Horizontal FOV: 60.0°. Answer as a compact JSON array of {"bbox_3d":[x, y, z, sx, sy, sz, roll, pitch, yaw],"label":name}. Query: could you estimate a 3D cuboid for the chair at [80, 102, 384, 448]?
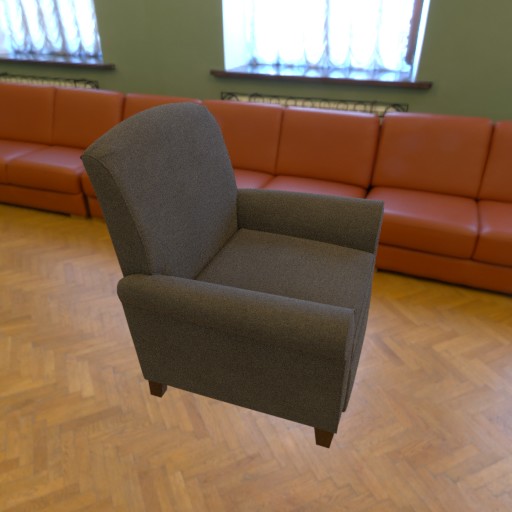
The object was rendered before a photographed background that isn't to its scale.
[{"bbox_3d":[0.000,0.000,1.744,0.905,1.061,0.978,10,32,17],"label":"chair"}]
